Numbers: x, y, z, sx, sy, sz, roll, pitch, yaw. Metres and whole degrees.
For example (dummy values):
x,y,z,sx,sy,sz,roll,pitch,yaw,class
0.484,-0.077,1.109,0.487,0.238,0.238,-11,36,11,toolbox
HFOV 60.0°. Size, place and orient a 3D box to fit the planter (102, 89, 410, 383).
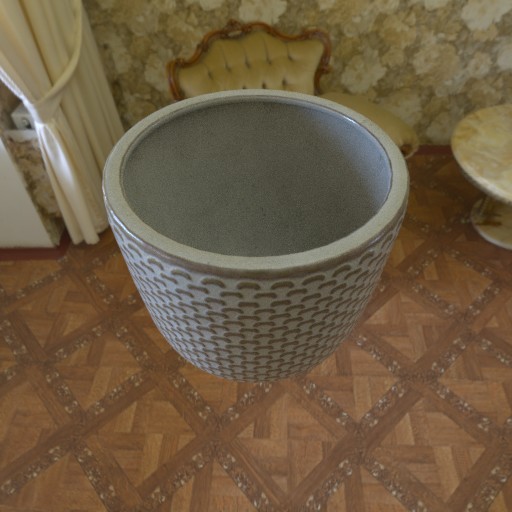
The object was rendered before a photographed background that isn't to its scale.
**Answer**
x,y,z,sx,sy,sz,roll,pitch,yaw,class
0.000,0.000,0.249,0.139,0.130,0.139,0,47,0,planter
